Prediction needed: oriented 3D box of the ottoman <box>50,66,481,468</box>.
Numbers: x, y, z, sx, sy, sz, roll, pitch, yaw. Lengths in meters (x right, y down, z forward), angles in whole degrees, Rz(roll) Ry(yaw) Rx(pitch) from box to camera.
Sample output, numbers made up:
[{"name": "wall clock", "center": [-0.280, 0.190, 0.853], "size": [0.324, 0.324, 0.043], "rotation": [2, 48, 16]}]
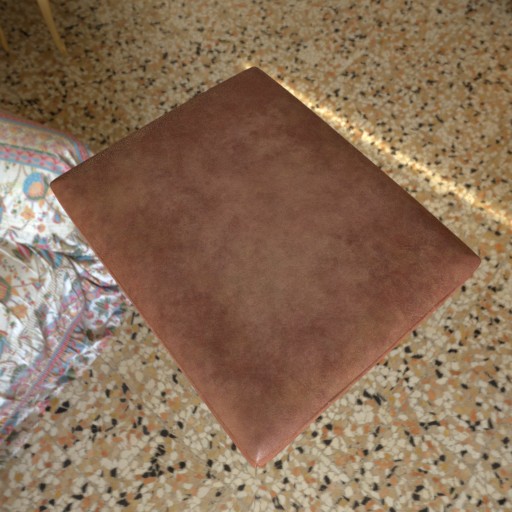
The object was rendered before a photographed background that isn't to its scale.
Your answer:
[{"name": "ottoman", "center": [0.000, 0.000, 1.733], "size": [0.965, 0.667, 1.186], "rotation": [-36, 69, -16]}]
